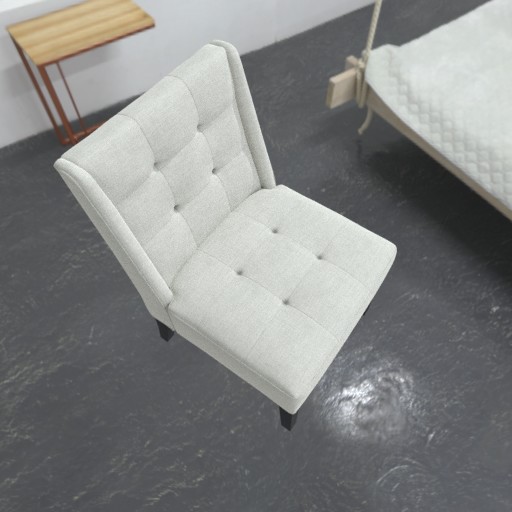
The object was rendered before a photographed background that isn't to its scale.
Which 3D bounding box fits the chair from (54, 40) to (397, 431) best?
[{"bbox_3d":[0.000,0.000,1.292,0.676,0.853,0.569,31,63,18],"label":"chair"}]
